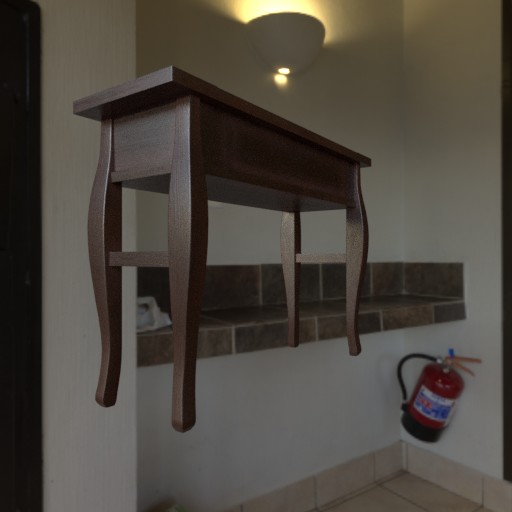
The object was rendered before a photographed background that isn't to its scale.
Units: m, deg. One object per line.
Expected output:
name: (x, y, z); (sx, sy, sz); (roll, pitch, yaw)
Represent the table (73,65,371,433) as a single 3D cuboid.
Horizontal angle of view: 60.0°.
table: (0.000, 0.000, 1.428); (0.373, 0.768, 1.062); (0, 0, 36)
